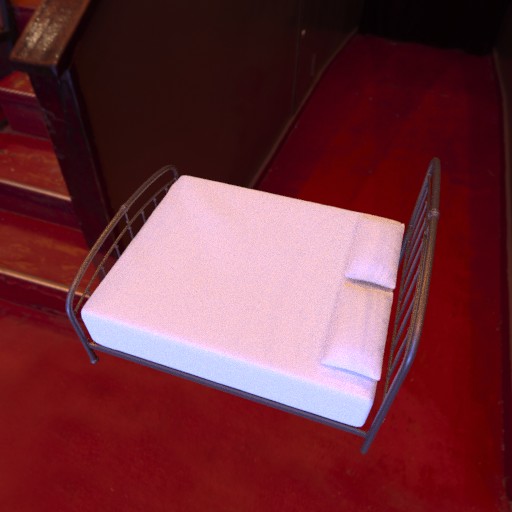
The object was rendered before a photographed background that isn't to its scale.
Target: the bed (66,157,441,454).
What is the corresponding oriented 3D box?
[{"bbox_3d":[0.000,0.000,3.232,2.168,1.475,1.711,14,49,13],"label":"bed"}]
